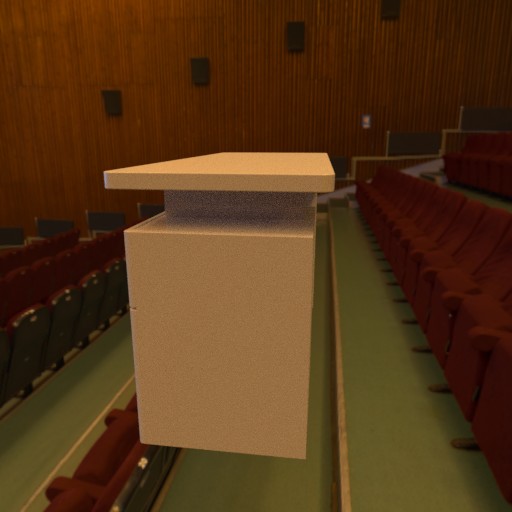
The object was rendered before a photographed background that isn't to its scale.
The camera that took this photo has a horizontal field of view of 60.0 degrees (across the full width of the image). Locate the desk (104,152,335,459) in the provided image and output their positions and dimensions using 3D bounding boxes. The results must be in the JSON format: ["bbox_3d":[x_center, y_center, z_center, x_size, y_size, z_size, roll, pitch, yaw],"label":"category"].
[{"bbox_3d":[0.000,0.000,1.778,0.550,0.762,1.400,2,15,8],"label":"desk"}]
